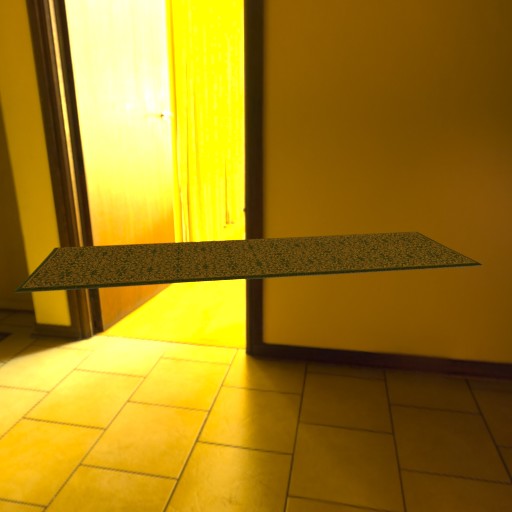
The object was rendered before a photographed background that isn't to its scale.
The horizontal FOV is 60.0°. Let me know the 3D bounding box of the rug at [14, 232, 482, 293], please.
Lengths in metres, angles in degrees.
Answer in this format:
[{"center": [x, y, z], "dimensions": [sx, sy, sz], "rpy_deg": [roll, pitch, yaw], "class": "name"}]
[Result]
[{"center": [0.000, 0.000, 2.361], "dimensions": [2.196, 0.011, 0.662], "rpy_deg": [-3, 18, -9], "class": "rug"}]
